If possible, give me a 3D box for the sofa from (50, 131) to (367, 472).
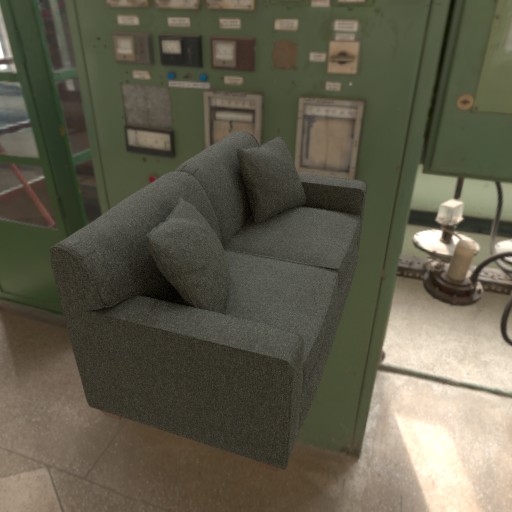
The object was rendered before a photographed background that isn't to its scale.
[{"bbox_3d":[0.000,0.000,2.425,0.998,0.958,1.846,10,31,17],"label":"sofa"}]
